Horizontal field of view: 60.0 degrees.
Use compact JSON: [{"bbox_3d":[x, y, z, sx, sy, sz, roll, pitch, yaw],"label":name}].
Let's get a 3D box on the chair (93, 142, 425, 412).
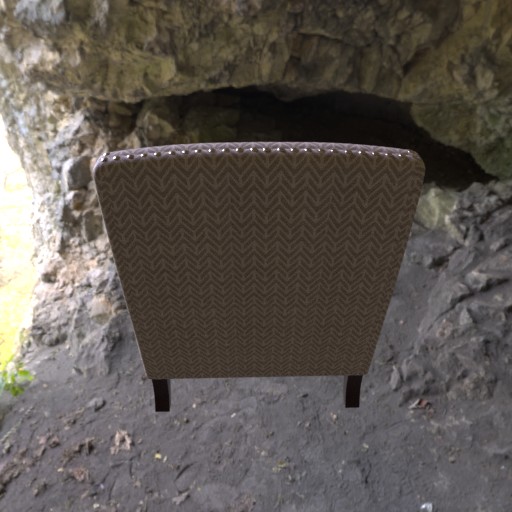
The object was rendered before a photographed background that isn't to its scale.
[{"bbox_3d":[0.000,0.000,1.277,0.623,0.816,0.651,-1,30,-1],"label":"chair"}]
